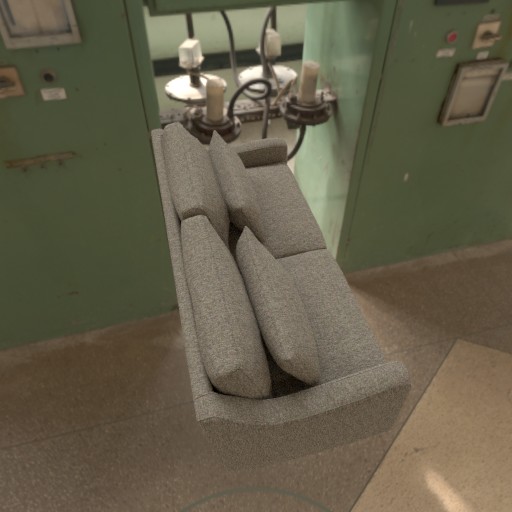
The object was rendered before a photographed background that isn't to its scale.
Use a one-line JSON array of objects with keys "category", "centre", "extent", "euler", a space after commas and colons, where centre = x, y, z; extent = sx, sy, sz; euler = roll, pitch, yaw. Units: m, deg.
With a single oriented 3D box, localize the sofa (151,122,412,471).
[{"category": "sofa", "centre": [0.000, 0.000, 2.998], "extent": [1.103, 0.998, 2.418], "euler": [-10, 48, -9]}]
